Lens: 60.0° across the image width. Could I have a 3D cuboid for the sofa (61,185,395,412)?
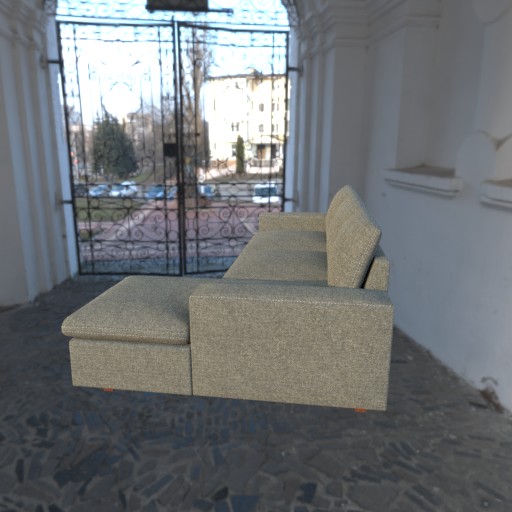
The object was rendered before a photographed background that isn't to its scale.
[{"bbox_3d":[0.000,0.000,3.484,1.689,0.940,2.718,2,14,8],"label":"sofa"}]
